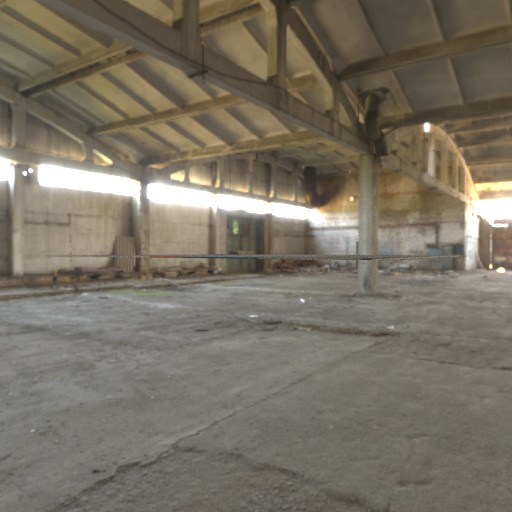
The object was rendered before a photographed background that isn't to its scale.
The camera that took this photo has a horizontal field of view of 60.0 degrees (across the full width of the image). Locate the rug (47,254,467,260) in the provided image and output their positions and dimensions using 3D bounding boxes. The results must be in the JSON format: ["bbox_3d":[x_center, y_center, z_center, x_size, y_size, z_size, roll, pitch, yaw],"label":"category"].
[{"bbox_3d":[0.000,0.000,2.306,1.828,0.005,1.220,0,1,34],"label":"rug"}]
